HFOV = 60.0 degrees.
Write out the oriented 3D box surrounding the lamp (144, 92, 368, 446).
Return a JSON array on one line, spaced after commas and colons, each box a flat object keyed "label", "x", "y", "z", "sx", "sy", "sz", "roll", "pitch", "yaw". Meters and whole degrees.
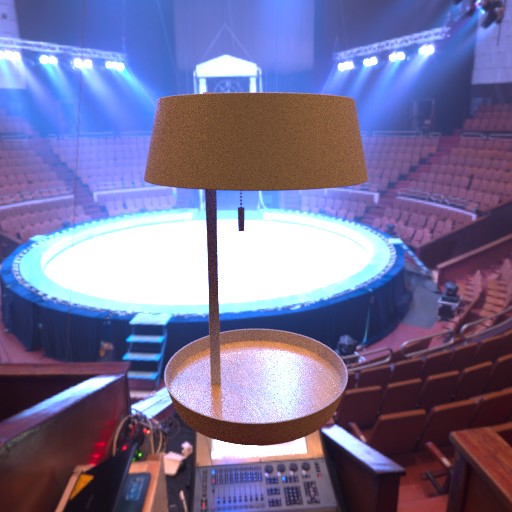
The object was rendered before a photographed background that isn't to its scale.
[{"label": "lamp", "x": 0.000, "y": 0.000, "z": 0.620, "sx": 0.291, "sy": 0.429, "sz": 0.291, "roll": 0, "pitch": 15, "yaw": 0}]
